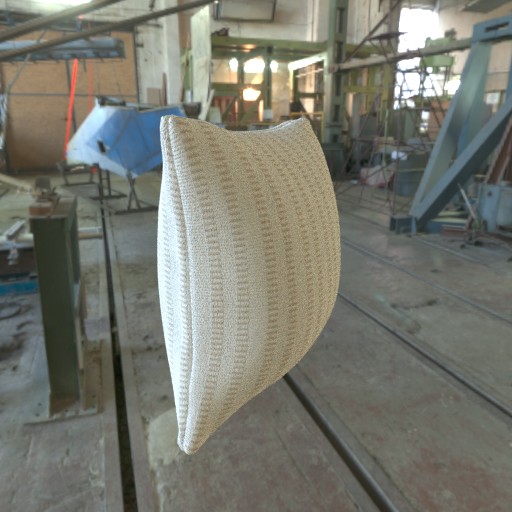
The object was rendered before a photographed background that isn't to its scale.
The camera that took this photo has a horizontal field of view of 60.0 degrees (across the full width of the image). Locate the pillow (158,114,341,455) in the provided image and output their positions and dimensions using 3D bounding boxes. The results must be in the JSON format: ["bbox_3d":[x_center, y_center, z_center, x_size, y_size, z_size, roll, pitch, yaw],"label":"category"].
[{"bbox_3d":[0.000,0.000,0.696,0.247,0.419,0.438,8,19,24],"label":"pillow"}]
